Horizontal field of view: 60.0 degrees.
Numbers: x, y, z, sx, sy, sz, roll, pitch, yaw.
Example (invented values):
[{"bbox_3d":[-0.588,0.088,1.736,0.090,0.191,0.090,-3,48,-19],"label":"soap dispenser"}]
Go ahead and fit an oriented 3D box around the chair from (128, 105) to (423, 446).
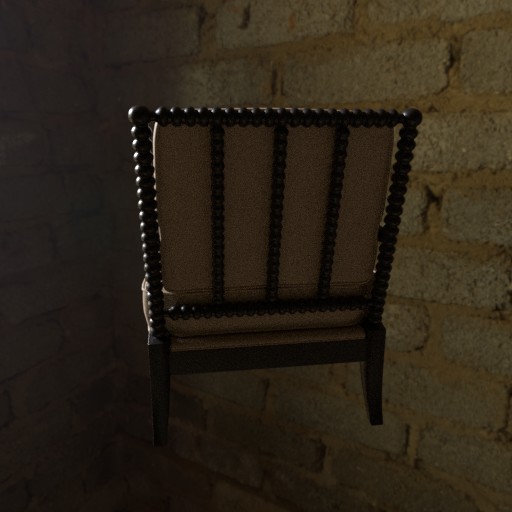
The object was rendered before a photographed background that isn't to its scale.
[{"bbox_3d":[0.000,0.000,1.156,0.555,0.703,0.657,-2,15,-8],"label":"chair"}]
